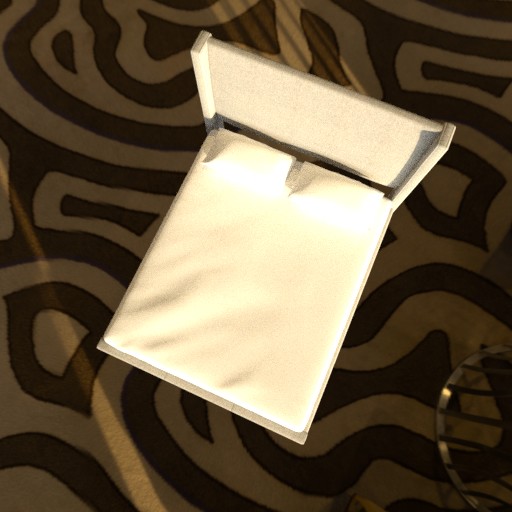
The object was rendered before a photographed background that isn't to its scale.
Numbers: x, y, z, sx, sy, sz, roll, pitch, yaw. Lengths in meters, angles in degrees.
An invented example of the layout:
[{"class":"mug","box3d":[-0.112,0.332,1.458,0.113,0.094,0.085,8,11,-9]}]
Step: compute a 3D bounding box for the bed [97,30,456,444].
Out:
[{"class":"bed","box3d":[0.000,0.000,3.327,1.774,1.491,2.222,23,77,6]}]
